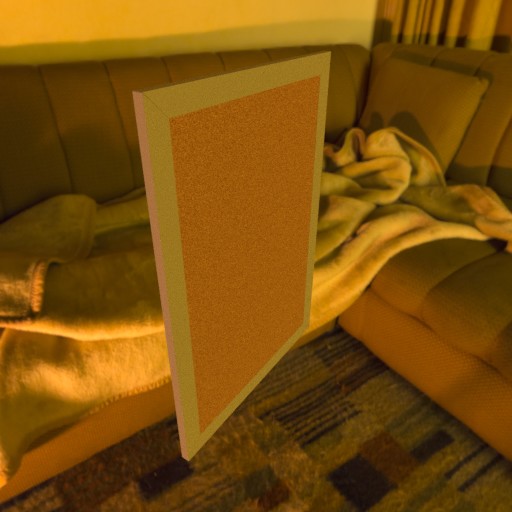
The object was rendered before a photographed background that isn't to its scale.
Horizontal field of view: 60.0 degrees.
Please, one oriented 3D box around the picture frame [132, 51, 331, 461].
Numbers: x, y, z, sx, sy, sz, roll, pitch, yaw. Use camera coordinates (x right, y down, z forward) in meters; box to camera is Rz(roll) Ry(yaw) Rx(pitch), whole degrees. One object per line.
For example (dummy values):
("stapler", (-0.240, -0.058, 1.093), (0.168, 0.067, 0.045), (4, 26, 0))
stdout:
("picture frame", (0.000, 0.000, 0.577), (0.011, 0.459, 0.326), (19, 36, 29))
